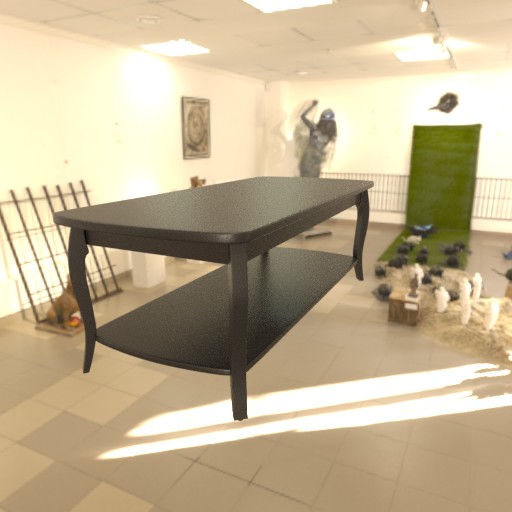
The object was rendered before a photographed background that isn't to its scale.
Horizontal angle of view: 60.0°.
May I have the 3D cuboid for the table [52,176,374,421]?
[{"bbox_3d":[0.000,0.000,1.604,0.571,0.457,1.333,7,17,25],"label":"table"}]
